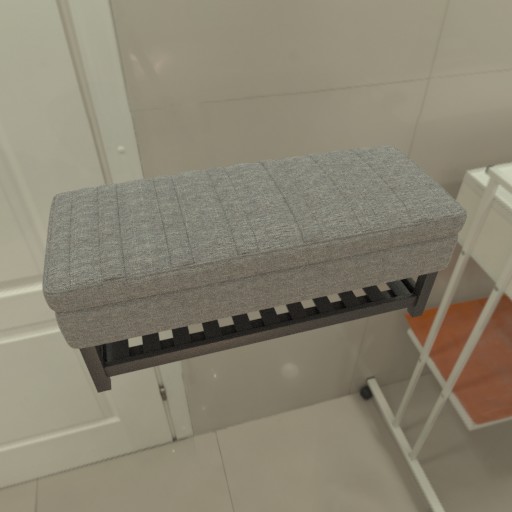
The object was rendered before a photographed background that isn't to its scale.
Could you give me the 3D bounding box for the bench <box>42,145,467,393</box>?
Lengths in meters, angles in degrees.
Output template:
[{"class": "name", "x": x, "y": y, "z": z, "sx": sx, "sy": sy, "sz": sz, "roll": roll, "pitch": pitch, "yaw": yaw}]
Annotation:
[{"class": "bench", "x": 0.000, "y": 0.000, "z": 1.344, "sx": 1.100, "sy": 0.470, "sz": 0.429, "roll": -11, "pitch": 42, "yaw": -12}]
